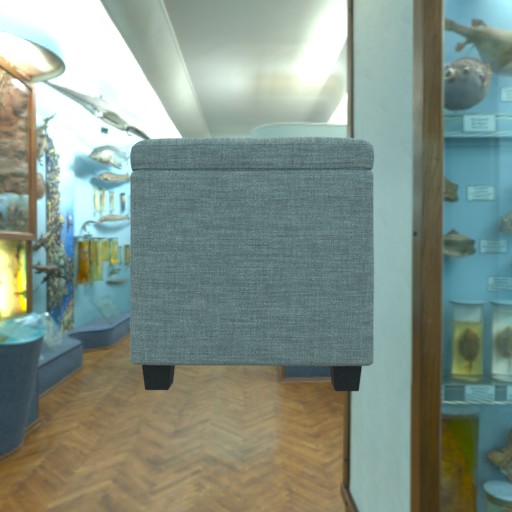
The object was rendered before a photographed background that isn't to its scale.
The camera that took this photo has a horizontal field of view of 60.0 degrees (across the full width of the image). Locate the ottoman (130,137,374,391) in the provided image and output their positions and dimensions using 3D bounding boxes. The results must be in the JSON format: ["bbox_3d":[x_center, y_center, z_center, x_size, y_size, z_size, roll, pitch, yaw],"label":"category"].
[{"bbox_3d":[0.000,0.000,1.152,0.419,0.432,0.902,0,1,1],"label":"ottoman"}]
